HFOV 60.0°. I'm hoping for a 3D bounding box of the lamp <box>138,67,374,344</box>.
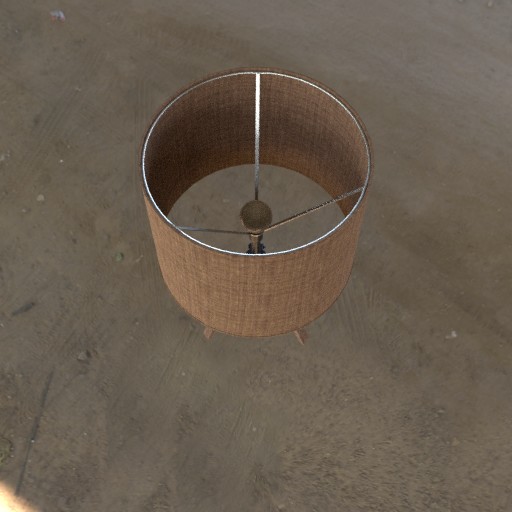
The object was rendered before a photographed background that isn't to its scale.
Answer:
[{"bbox_3d":[0.000,0.000,0.700,0.290,0.514,0.290,0,65,0],"label":"lamp"}]
